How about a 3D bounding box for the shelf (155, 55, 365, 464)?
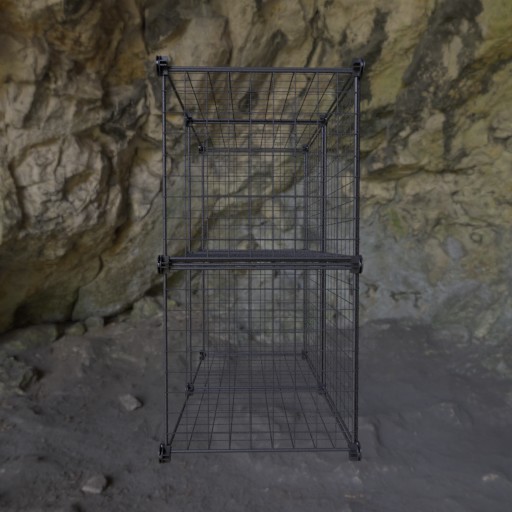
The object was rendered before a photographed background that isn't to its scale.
[{"bbox_3d":[0.000,0.000,1.118,0.356,0.711,0.711,0,2,-1],"label":"shelf"}]
